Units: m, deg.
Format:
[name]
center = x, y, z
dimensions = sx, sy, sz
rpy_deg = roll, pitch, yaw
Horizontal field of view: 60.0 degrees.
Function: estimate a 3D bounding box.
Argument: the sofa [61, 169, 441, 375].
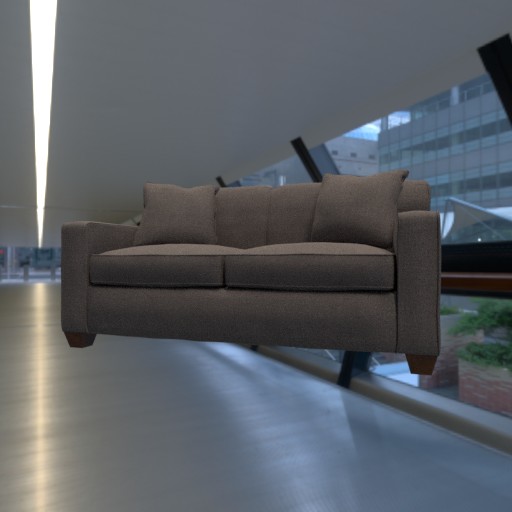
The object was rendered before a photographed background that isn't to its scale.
[sofa]
center = 0.000, 0.000, 2.448
dimensions = 1.846, 0.958, 1.000
rpy_deg = 0, 0, 18
